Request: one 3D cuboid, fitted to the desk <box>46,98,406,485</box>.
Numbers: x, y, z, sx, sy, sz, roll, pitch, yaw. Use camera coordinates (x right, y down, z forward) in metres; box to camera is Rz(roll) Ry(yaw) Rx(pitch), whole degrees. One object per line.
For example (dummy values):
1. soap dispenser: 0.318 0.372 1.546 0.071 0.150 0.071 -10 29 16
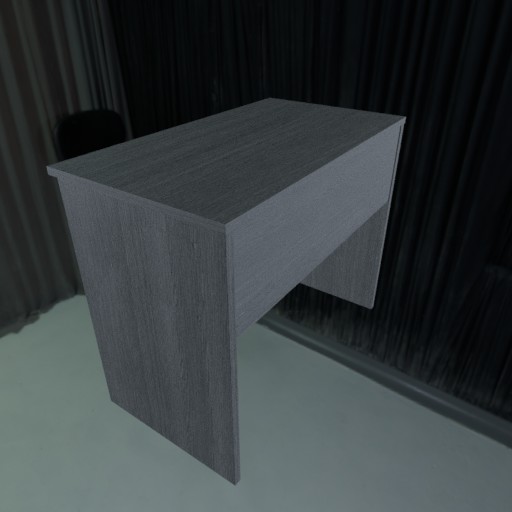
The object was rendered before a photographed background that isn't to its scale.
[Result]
1. desk: 0.000 0.000 1.348 0.498 0.724 0.893 20 36 29
